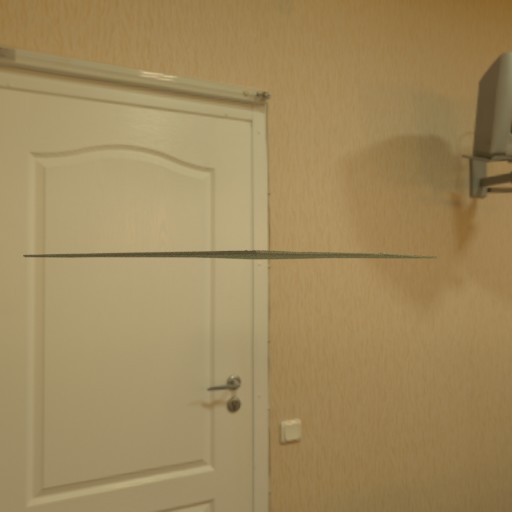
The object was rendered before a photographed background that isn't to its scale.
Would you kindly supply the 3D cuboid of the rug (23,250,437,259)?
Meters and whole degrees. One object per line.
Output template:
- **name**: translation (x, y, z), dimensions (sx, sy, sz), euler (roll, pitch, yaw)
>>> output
- **rug**: translation (0.000, 0.000, 4.244), dimensions (2.461, 0.046, 3.237), euler (-1, -1, 38)
